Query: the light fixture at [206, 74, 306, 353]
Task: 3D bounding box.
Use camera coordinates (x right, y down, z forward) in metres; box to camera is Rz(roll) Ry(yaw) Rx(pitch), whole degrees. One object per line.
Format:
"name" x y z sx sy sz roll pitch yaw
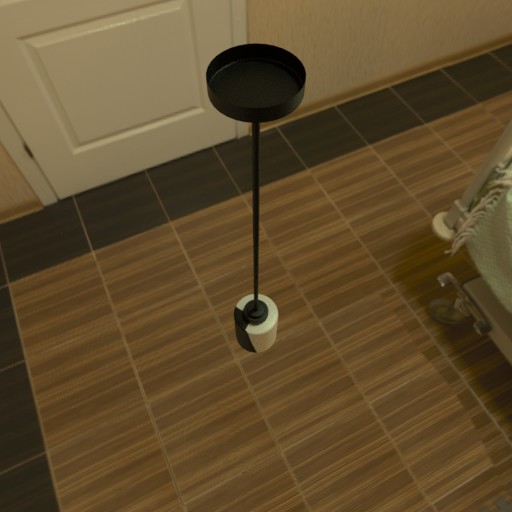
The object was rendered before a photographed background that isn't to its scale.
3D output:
"light fixture" 0.000 0.000 0.913 0.123 0.863 0.123 31 64 17
